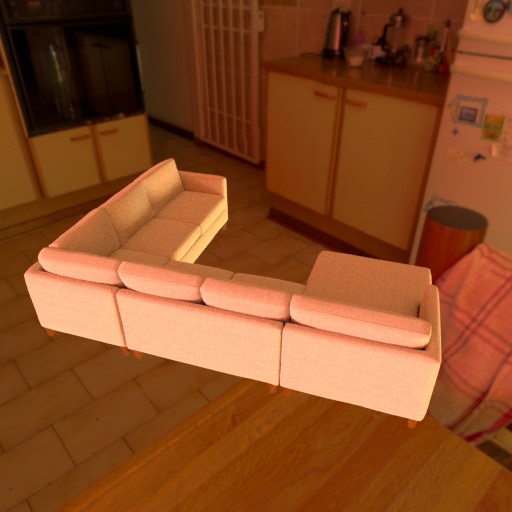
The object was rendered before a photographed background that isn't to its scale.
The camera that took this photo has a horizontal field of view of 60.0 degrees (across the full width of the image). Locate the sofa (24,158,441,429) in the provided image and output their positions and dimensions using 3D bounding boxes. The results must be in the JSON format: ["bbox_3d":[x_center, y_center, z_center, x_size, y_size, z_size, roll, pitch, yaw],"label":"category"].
[{"bbox_3d":[0.000,0.000,4.550,3.460,0.961,2.594,10,34,15],"label":"sofa"}]
